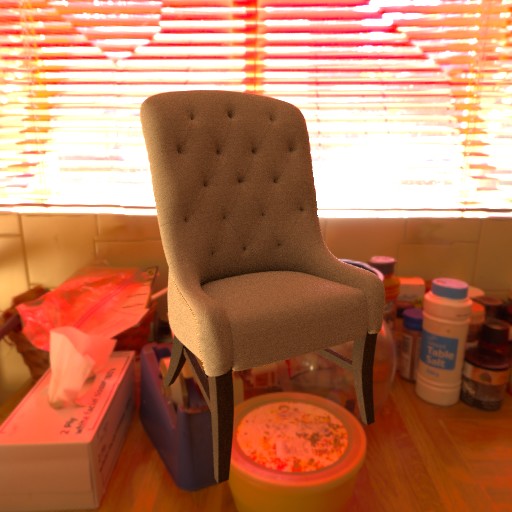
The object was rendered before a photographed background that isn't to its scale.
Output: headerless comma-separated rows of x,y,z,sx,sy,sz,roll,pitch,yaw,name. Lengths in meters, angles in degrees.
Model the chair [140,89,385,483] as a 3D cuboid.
0.000,0.000,1.485,0.634,1.091,0.629,-8,17,-27,chair
